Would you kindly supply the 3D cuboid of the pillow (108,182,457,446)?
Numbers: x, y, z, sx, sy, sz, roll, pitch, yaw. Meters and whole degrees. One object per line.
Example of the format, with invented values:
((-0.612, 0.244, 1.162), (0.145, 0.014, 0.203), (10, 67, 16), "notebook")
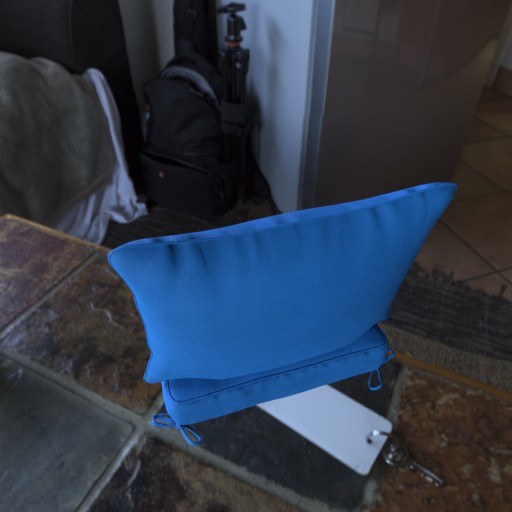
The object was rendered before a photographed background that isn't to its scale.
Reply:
((0.000, 0.000, 1.337), (0.798, 0.725, 0.733), (-12, 44, -13), "pillow")
